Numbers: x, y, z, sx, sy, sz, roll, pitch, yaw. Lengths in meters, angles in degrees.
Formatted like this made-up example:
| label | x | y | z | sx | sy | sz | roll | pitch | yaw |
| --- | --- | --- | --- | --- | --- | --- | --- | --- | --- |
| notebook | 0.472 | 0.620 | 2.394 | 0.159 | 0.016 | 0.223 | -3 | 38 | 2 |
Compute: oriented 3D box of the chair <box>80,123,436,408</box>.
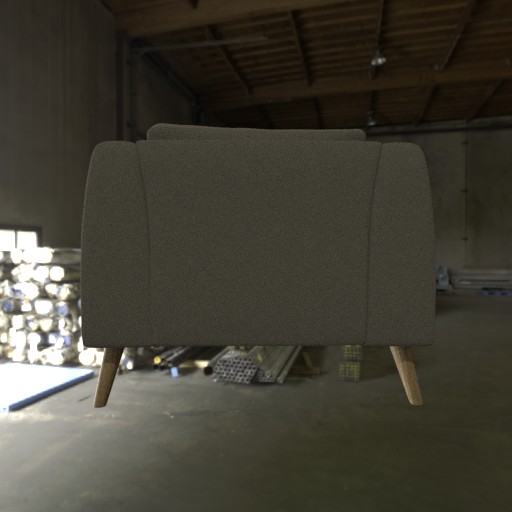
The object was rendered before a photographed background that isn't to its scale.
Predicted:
| label | x | y | z | sx | sy | sz | roll | pitch | yaw |
| --- | --- | --- | --- | --- | --- | --- | --- | --- | --- |
| chair | 0.000 | 0.000 | 1.688 | 1.000 | 0.860 | 0.930 | 0 | 1 | -1 |
